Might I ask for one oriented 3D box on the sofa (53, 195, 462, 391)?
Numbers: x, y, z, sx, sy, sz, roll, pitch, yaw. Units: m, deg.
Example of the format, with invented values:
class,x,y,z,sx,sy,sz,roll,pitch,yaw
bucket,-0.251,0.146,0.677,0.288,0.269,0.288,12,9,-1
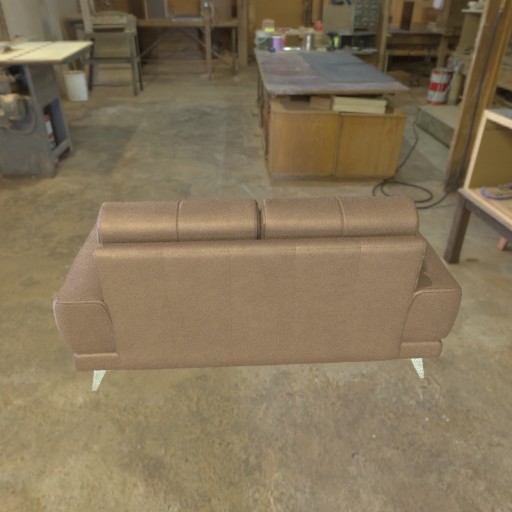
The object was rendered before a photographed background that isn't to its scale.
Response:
class,x,y,z,sx,sy,sz,roll,pitch,yaw
sofa,0.000,0.000,2.345,1.806,0.907,1.018,-2,31,-3
